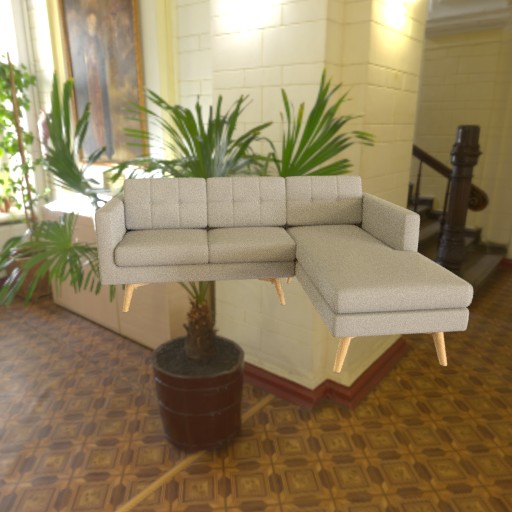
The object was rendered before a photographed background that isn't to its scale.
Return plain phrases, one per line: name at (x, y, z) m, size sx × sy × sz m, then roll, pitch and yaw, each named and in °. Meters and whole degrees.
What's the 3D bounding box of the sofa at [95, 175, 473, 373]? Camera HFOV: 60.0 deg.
sofa at (0.000, 0.000, 2.827) m, size 2.040 × 0.860 × 1.530 m, roll -2°, pitch 17°, yaw -6°
